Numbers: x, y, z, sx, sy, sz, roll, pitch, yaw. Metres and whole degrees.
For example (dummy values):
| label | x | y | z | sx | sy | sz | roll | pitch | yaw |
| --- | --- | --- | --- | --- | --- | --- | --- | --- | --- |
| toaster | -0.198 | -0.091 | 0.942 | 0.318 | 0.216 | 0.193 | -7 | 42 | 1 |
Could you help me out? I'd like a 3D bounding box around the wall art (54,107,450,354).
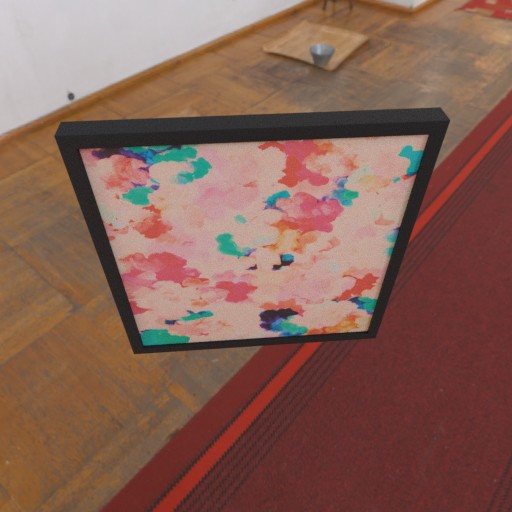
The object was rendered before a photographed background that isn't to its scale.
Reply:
| label | x | y | z | sx | sy | sz | roll | pitch | yaw |
| --- | --- | --- | --- | --- | --- | --- | --- | --- | --- |
| wall art | 0.000 | 0.000 | 0.757 | 0.506 | 0.503 | 0.036 | -3 | 46 | -3 |
